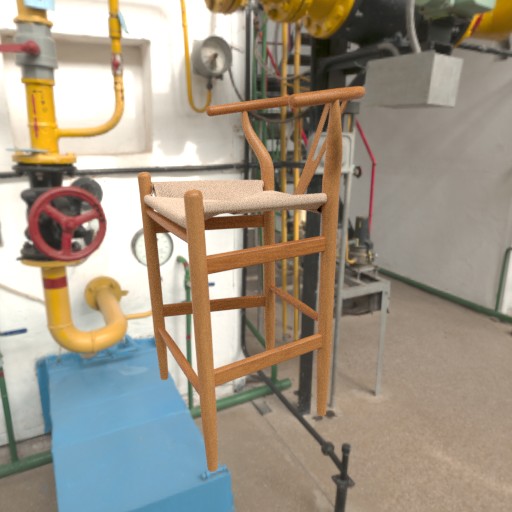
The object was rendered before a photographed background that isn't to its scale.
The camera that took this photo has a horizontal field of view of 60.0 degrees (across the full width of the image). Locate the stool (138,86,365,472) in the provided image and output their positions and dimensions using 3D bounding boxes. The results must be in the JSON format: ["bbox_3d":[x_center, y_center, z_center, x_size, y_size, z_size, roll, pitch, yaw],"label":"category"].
[{"bbox_3d":[0.000,0.000,1.346,0.579,0.970,0.569,-7,17,-25],"label":"stool"}]
